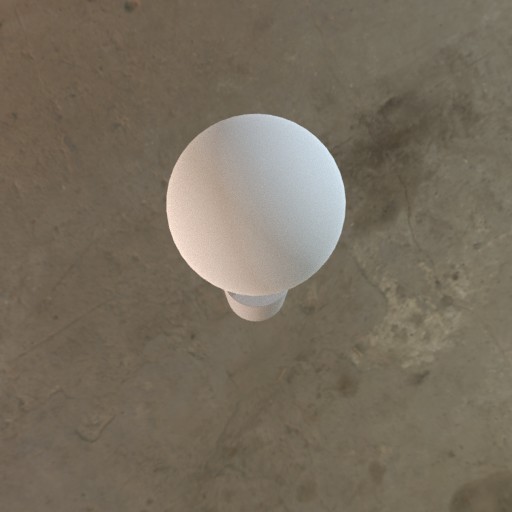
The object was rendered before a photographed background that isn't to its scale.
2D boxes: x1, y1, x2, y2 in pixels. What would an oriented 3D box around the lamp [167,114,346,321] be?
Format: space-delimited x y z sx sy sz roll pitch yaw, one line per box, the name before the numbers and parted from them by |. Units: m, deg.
lamp | 0.000 0.000 0.543 0.153 0.480 0.153 0 75 0
